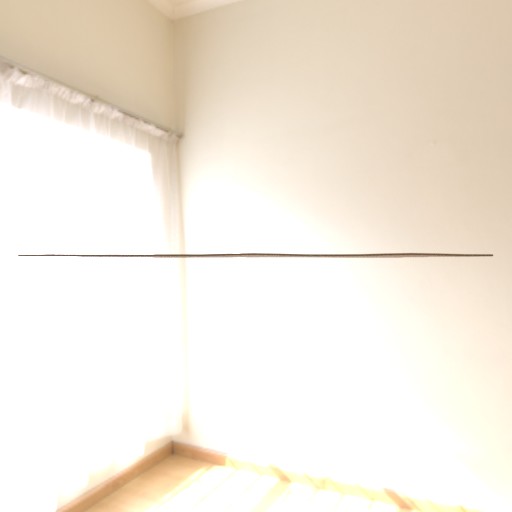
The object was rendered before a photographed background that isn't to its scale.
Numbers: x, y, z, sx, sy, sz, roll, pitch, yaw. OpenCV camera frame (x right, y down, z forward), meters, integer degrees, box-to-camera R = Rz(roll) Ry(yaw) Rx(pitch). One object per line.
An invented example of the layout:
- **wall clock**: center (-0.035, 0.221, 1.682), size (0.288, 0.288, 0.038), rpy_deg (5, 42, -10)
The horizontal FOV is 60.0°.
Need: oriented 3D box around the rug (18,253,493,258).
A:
- **rug**: center (0.000, 0.000, 2.313), size (1.829, 0.013, 1.220), rpy_deg (0, 0, 1)
